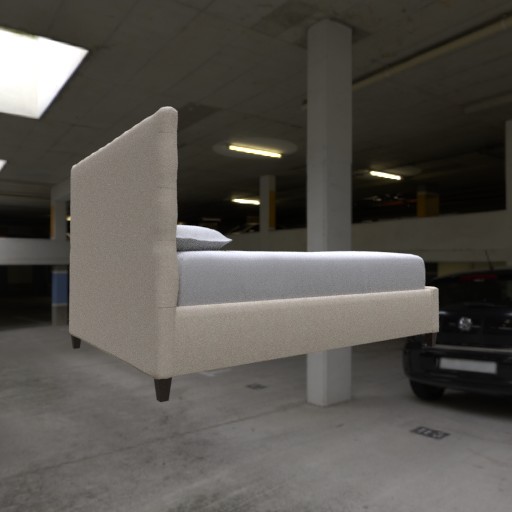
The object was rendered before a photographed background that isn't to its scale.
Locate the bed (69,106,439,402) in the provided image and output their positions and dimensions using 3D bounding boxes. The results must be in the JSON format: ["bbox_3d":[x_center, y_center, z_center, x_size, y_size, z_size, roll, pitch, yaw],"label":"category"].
[{"bbox_3d":[0.000,0.000,3.477,2.387,1.427,1.698,0,-1,-36],"label":"bed"}]
